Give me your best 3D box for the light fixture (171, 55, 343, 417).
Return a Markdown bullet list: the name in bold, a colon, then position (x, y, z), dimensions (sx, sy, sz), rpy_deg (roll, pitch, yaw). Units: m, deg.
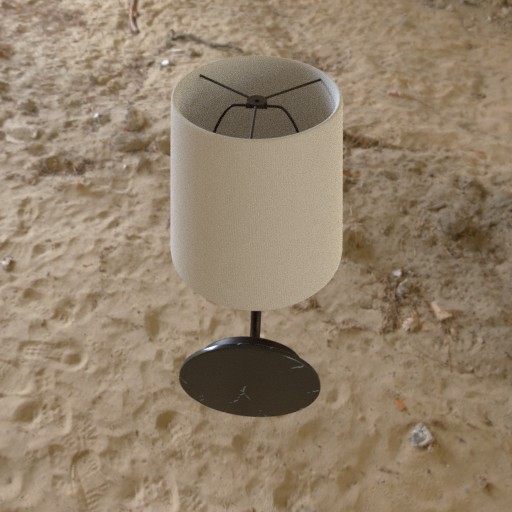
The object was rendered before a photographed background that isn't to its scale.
- **light fixture**: position (0.000, 0.000, 0.444), dimensions (0.168, 0.337, 0.188), rpy_deg (3, 47, 3)
